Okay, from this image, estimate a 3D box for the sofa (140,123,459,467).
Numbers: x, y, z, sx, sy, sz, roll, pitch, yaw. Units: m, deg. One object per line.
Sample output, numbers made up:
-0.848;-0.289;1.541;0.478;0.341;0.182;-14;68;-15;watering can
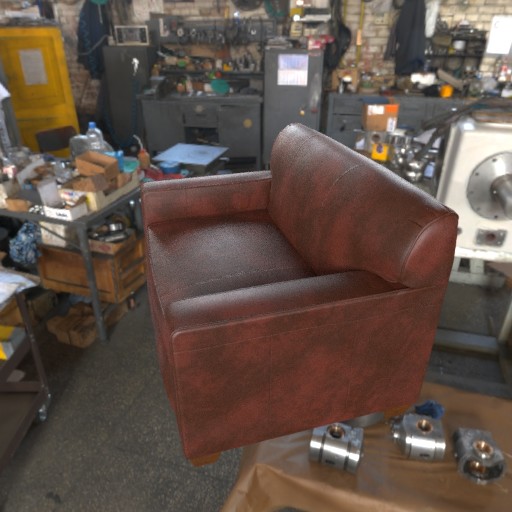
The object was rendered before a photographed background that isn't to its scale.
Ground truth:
0.000;0.000;2.045;1.000;0.956;1.413;-8;30;-14;sofa
